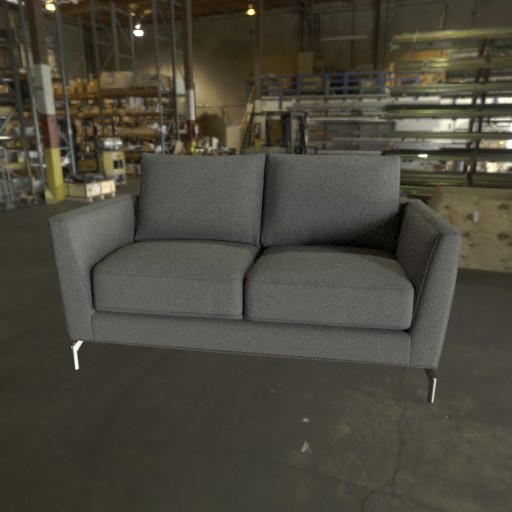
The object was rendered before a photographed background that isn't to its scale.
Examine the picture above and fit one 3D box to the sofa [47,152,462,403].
[{"bbox_3d":[0.000,0.000,2.090,1.594,0.924,0.803,3,16,9],"label":"sofa"}]
